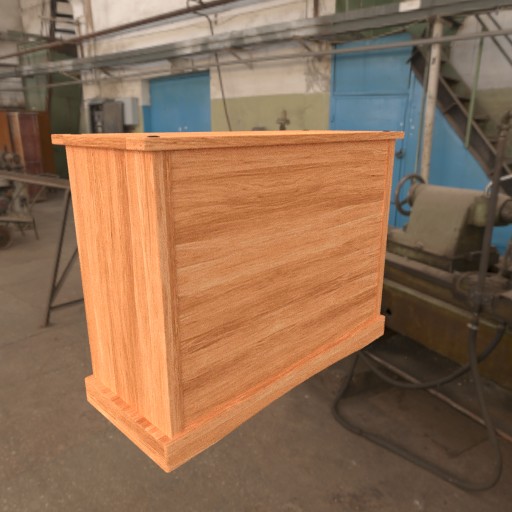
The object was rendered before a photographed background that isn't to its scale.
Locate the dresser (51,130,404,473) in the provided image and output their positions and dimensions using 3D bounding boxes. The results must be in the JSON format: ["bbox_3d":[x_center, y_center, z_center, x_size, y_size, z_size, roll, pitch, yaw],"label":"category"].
[{"bbox_3d":[0.000,0.000,1.371,0.410,0.740,0.990,16,23,42],"label":"dresser"}]
